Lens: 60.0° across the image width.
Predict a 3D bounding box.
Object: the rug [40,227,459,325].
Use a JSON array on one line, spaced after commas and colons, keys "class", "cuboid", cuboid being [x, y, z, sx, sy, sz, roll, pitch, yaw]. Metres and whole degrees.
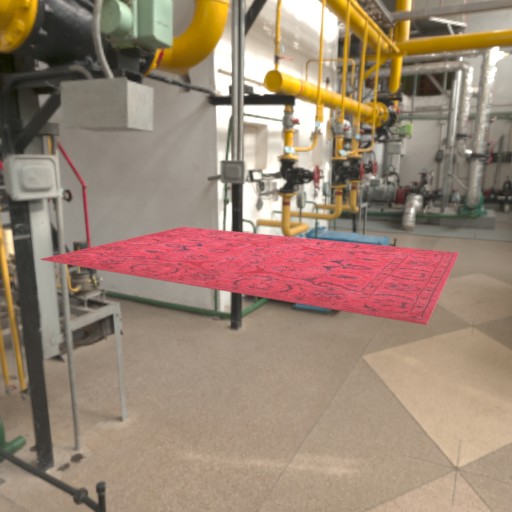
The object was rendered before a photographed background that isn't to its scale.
[{"class": "rug", "cuboid": [0.000, 0.000, 3.031, 2.423, 0.010, 1.534, 7, 15, 28]}]
